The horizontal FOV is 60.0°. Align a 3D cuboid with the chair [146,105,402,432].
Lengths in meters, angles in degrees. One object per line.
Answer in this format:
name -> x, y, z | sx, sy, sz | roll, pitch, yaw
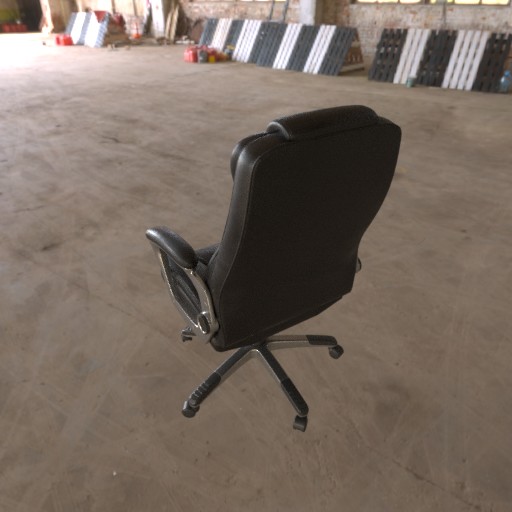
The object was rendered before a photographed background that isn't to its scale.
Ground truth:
chair -> 0.000, 0.000, 1.510 | 0.697, 1.075, 0.689 | -19, 36, -28
